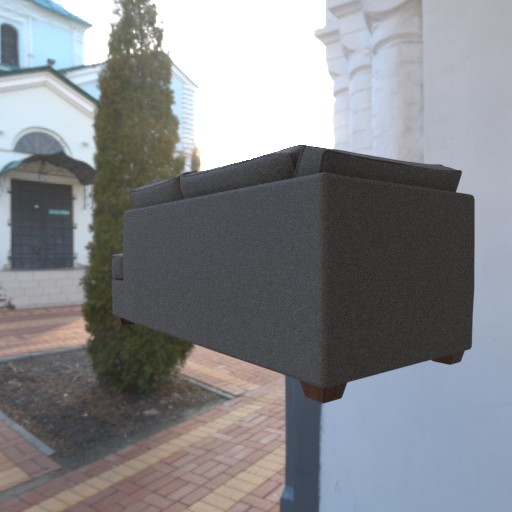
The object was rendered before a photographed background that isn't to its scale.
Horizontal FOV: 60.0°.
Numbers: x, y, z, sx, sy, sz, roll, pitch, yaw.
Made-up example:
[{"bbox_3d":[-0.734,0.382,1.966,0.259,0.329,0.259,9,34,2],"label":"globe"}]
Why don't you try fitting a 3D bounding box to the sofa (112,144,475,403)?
[{"bbox_3d":[0.000,0.000,2.758,1.110,1.033,2.237,-1,1,-37],"label":"sofa"}]
